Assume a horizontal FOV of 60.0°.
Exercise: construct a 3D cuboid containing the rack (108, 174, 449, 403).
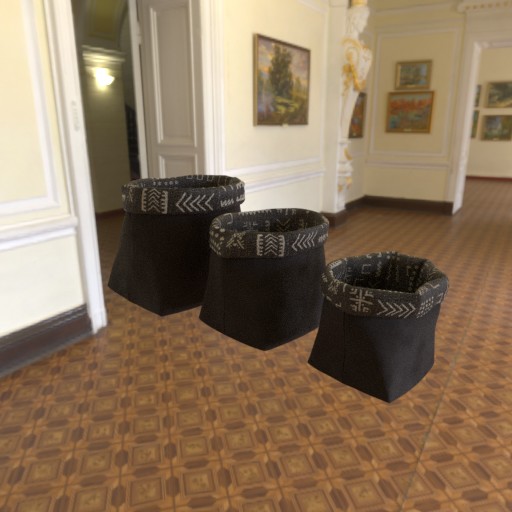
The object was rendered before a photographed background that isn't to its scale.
[{"bbox_3d":[0.000,0.000,1.087,0.905,0.323,0.379,16,23,42],"label":"rack"}]
